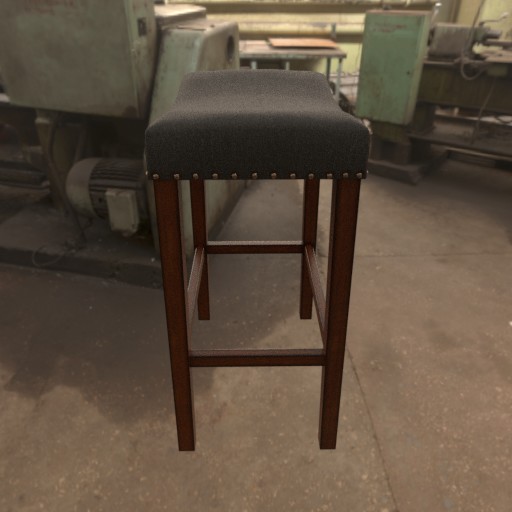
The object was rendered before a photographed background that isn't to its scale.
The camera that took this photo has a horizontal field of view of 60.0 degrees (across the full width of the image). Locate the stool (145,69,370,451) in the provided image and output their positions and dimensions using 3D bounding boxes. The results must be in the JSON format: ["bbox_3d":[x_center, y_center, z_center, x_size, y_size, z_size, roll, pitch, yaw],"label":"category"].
[{"bbox_3d":[0.000,0.000,1.048,0.366,0.760,0.502,0,32,-1],"label":"stool"}]
